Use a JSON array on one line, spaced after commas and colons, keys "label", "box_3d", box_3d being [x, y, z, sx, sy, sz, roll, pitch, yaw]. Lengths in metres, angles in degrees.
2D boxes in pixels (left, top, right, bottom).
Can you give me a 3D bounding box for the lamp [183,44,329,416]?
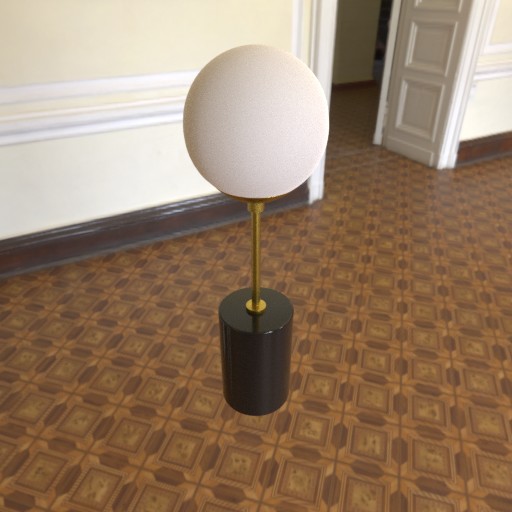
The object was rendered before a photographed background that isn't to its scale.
[{"label": "lamp", "box_3d": [0.000, 0.000, 0.555, 0.153, 0.480, 0.153, 0, 32, 0]}]
